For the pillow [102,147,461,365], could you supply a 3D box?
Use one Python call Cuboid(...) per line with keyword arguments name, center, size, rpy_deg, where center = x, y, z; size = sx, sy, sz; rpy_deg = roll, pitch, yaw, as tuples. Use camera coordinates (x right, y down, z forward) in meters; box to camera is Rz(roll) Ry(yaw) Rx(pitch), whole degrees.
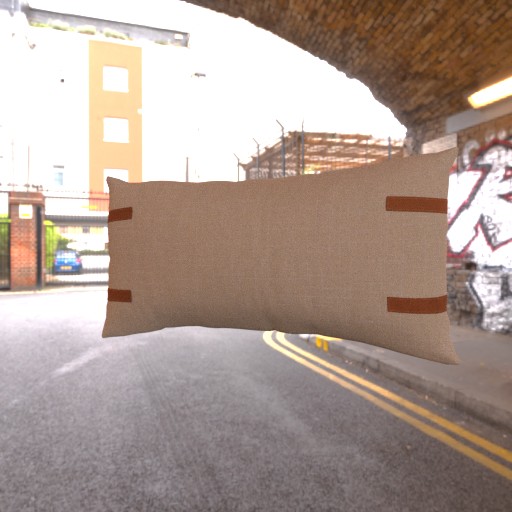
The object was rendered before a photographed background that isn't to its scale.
Cuboid(name="pillow", center=(0.000, 0.000, 0.726), size=(0.612, 0.308, 0.148), rpy_deg=(0, 0, 20))
